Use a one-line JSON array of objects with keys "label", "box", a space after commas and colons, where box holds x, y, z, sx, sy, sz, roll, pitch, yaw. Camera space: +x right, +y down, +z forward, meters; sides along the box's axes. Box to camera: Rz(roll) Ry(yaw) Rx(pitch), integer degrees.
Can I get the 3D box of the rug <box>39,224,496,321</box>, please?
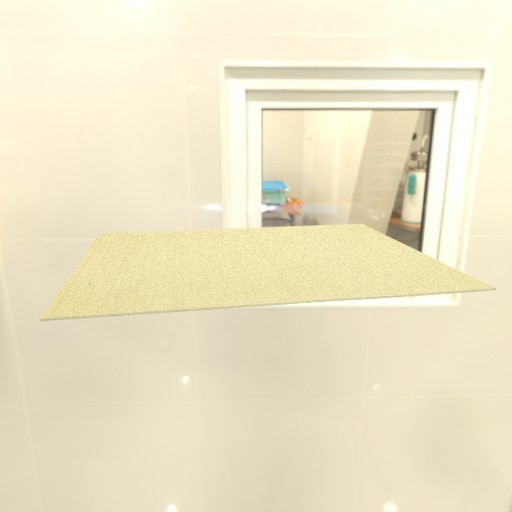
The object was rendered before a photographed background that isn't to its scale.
[{"label": "rug", "box": [0.000, 0.000, 4.188, 3.204, 0.016, 2.452, -3, 16, -10]}]
